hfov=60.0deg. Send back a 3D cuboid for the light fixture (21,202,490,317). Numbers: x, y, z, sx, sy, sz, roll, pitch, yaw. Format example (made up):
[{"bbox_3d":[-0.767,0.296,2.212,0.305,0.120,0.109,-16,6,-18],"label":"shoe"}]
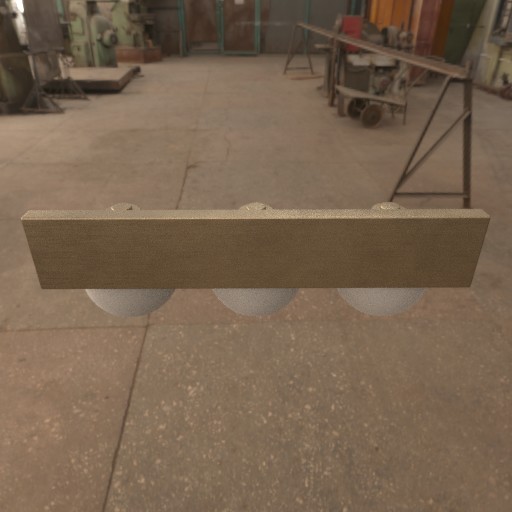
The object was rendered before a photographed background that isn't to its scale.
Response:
[{"bbox_3d":[0.000,0.000,0.838,0.721,0.263,0.218,0,30,0],"label":"light fixture"}]
